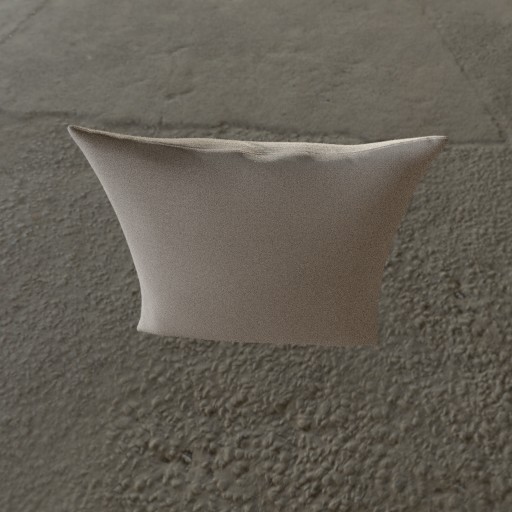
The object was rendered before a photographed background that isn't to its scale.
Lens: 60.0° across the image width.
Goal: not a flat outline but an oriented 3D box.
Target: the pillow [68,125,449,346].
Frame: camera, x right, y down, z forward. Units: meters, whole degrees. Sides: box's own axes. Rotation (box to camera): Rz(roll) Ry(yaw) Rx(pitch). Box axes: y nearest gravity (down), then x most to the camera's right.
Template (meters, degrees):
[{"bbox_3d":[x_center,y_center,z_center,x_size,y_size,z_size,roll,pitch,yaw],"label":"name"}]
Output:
[{"bbox_3d":[0.000,0.000,0.769,0.512,0.497,0.204,3,47,3],"label":"pillow"}]
